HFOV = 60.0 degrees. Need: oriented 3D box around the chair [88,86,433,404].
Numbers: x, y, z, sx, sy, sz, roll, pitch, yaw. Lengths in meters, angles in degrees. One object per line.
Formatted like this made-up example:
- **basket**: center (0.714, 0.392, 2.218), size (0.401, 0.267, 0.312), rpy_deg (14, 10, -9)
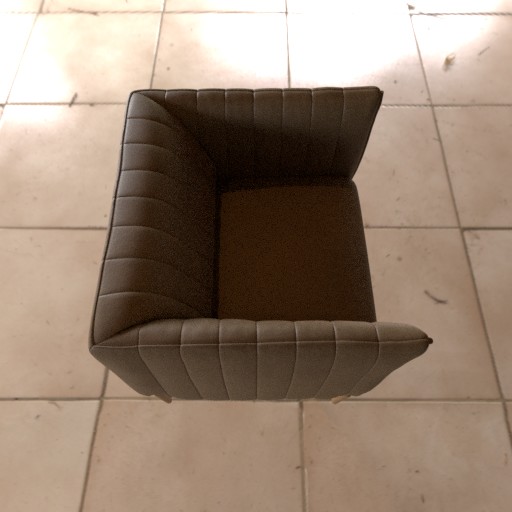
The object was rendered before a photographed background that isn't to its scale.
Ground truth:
- **chair**: center (0.000, 0.000, 1.627), size (0.876, 0.779, 0.981), rpy_deg (-1, 63, 0)
